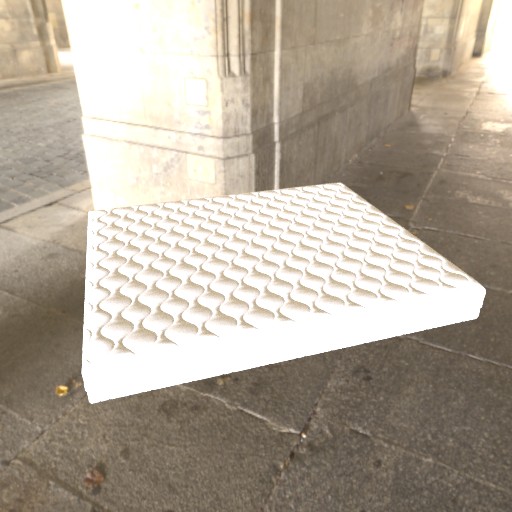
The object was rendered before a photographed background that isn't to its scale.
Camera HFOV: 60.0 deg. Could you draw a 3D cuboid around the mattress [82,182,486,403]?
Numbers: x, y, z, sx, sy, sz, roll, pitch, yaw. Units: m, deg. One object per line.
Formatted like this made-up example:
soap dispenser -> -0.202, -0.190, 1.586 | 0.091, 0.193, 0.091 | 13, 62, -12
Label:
mattress -> 0.000, 0.000, 2.636 | 1.900, 0.200, 1.600 | -9, 31, -15
